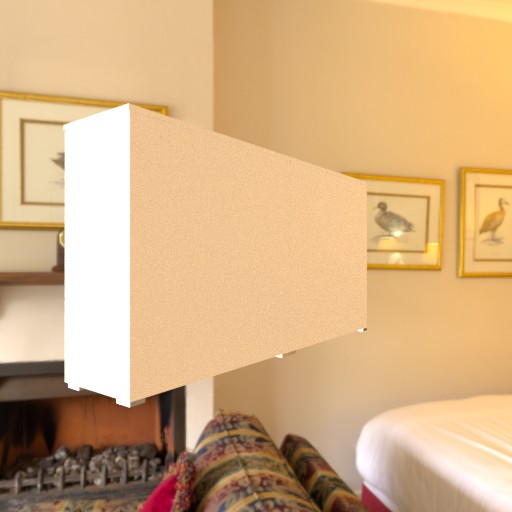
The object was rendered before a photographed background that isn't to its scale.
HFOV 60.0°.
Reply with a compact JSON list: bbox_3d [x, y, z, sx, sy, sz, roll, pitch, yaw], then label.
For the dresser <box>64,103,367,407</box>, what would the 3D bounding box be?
[{"bbox_3d":[0.000,0.000,1.863,0.333,0.790,1.535,0,0,37],"label":"dresser"}]
